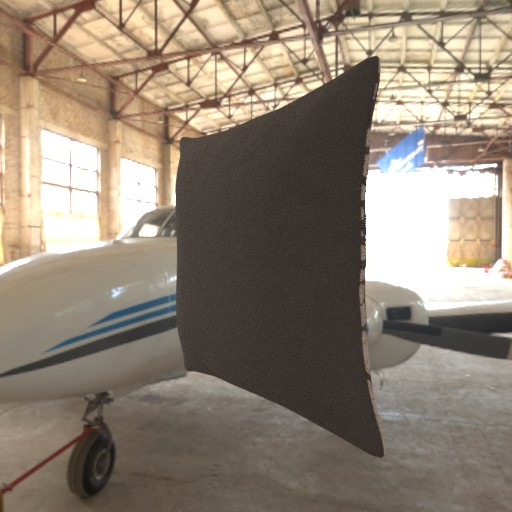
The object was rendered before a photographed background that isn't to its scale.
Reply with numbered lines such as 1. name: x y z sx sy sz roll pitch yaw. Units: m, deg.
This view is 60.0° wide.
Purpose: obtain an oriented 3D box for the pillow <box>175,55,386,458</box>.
1. pillow: 0.000 0.000 0.762 0.166 0.507 0.526 -1 1 -37
